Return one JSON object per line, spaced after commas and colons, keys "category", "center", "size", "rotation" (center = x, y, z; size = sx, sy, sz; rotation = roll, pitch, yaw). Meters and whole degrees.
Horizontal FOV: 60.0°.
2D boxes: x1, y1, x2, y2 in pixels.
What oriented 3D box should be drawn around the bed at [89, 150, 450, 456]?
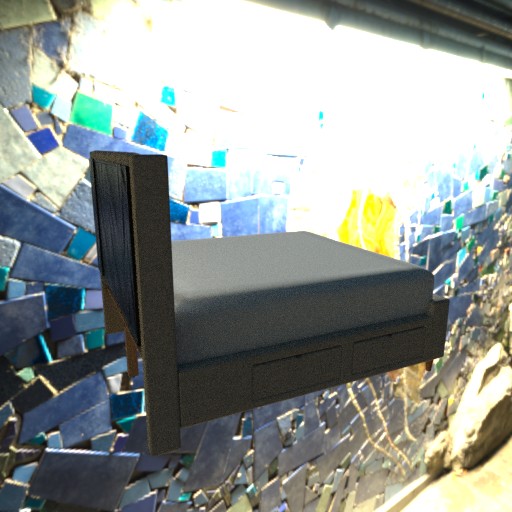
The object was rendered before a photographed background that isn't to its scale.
{"category": "bed", "center": [0.000, 0.000, 3.772], "size": [2.372, 1.748, 2.044], "rotation": [-7, 15, -25]}
